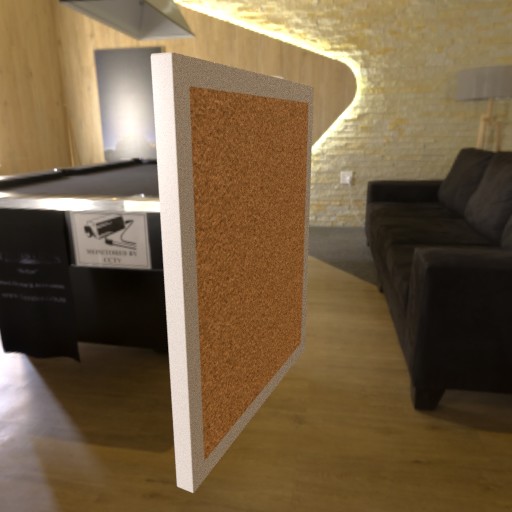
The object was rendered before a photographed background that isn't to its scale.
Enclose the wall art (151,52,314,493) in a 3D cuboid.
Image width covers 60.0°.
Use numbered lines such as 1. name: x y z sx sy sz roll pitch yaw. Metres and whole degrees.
1. wall art: 0.000 0.000 0.731 0.028 0.556 0.454 8 18 25
